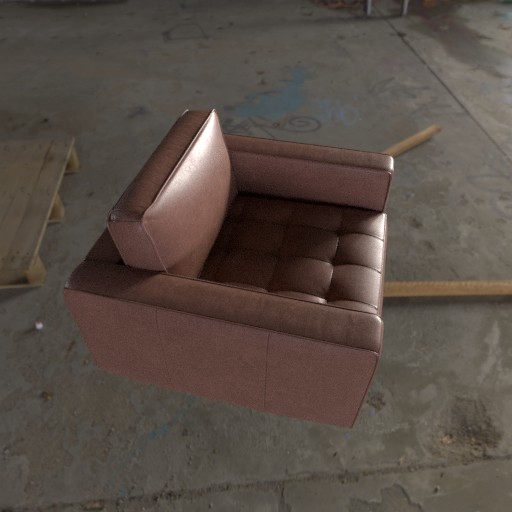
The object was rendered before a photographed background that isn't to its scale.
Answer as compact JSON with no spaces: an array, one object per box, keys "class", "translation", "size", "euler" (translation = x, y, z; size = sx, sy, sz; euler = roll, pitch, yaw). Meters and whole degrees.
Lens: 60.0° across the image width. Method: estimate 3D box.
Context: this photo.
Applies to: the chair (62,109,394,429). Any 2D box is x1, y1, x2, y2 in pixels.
[{"class":"chair","translation":[0.000,0.000,1.555],"size":[0.900,0.770,0.920],"euler":[10,47,10]}]
